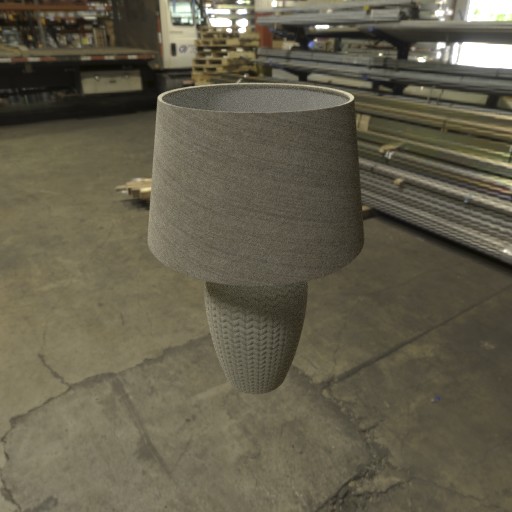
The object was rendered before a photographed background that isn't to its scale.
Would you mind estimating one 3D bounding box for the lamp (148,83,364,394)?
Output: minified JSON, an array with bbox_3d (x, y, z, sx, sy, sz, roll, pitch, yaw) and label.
[{"bbox_3d":[0.000,0.000,0.841,0.390,0.580,0.390,0,28,0],"label":"lamp"}]
